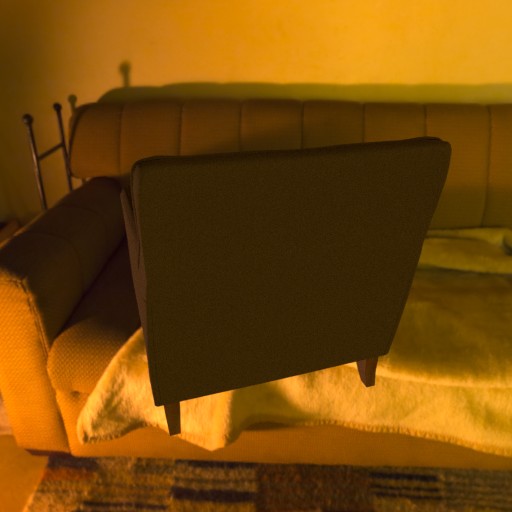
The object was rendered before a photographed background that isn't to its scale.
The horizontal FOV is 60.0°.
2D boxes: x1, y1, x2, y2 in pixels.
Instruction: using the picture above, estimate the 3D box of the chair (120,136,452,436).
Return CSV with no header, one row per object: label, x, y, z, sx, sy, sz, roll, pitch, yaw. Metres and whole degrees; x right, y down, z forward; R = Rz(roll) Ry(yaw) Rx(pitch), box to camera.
chair,0.000,0.000,1.535,0.836,0.911,0.831,-8,27,-16
